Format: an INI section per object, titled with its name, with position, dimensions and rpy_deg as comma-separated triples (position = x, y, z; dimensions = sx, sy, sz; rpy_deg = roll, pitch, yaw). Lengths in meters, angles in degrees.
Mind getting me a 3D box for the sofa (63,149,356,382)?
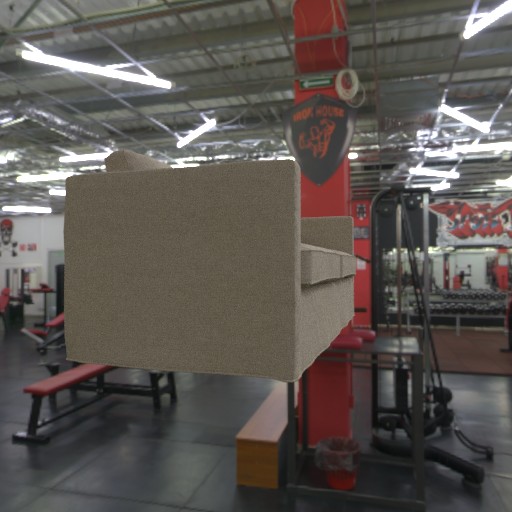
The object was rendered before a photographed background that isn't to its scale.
[sofa]
position = 0.000, 0.000, 2.489
dimensions = 0.956, 0.847, 1.987
rpy_deg = 0, -1, 18
